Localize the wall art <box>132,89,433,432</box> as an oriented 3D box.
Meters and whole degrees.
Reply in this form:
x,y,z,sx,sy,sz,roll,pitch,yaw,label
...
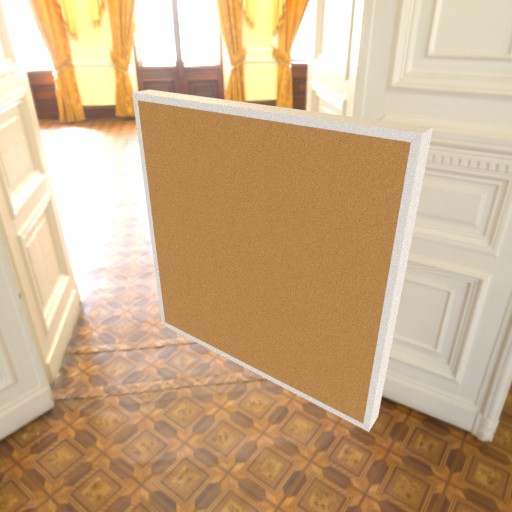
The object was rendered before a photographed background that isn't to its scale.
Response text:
x,y,z,sx,sy,sz,roll,pitch,yaw,label
0.000,0.000,0.785,0.509,0.509,0.040,19,34,31,wall art
